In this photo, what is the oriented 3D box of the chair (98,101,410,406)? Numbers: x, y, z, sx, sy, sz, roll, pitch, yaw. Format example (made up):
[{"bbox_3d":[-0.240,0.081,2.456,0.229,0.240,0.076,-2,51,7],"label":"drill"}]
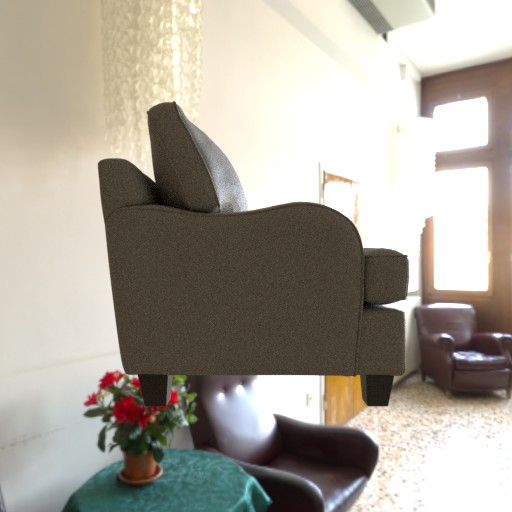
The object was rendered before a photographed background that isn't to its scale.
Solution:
[{"bbox_3d":[0.000,0.000,2.026,1.040,1.016,1.220,0,-1,0],"label":"chair"}]
